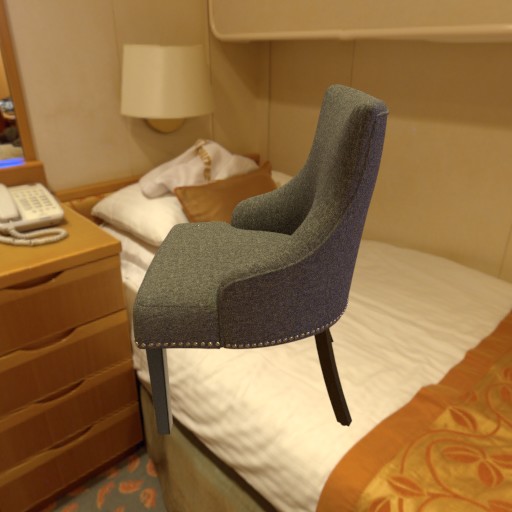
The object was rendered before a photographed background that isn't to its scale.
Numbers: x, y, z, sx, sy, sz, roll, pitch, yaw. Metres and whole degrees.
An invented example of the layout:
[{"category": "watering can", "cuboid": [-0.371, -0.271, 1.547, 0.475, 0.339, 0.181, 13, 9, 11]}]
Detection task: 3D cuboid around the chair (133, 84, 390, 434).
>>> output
[{"category": "chair", "cuboid": [0.000, 0.000, 1.299, 0.629, 0.909, 0.566, 0, 25, 1]}]
